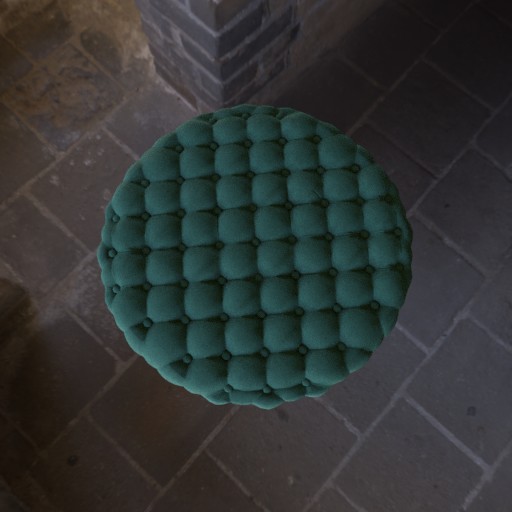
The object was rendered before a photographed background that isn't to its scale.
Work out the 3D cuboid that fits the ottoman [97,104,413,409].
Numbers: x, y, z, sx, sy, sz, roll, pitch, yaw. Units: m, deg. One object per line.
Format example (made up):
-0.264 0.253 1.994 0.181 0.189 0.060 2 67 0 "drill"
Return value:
0.000 0.000 1.549 0.998 0.399 0.998 0 76 0 "ottoman"
